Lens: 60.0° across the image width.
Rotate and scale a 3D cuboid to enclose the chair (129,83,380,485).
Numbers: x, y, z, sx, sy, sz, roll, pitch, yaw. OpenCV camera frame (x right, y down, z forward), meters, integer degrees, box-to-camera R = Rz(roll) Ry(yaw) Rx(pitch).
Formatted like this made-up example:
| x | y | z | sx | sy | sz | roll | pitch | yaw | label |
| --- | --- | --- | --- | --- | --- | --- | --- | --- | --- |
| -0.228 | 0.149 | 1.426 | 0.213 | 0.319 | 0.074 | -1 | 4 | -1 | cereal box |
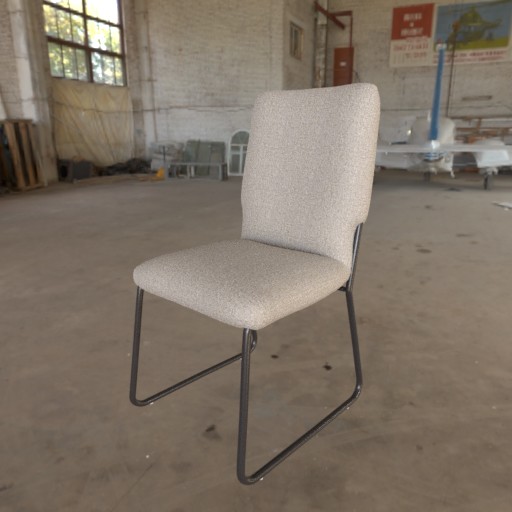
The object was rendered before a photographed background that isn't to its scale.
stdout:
| x | y | z | sx | sy | sz | roll | pitch | yaw | label |
| --- | --- | --- | --- | --- | --- | --- | --- | --- | --- |
| 0.000 | 0.000 | 1.163 | 0.448 | 0.864 | 0.560 | 14 | 20 | 41 | chair |
